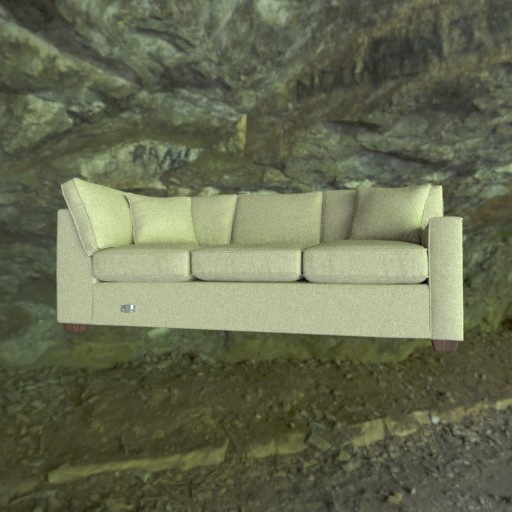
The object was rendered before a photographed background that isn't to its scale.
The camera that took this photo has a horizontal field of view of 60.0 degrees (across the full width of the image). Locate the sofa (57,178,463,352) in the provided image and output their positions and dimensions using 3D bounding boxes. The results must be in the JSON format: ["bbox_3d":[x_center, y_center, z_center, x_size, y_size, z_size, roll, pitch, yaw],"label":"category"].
[{"bbox_3d":[0.000,0.000,2.857,2.323,0.948,1.053,-1,-2,17],"label":"sofa"}]
